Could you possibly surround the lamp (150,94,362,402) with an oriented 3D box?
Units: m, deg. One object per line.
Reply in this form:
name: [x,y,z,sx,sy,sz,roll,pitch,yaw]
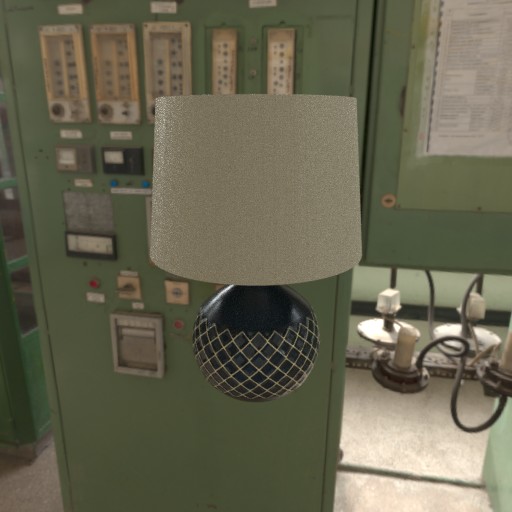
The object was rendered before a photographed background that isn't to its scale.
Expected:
lamp: [0.000,0.000,0.811,0.376,0.540,0.376,0,17,0]
